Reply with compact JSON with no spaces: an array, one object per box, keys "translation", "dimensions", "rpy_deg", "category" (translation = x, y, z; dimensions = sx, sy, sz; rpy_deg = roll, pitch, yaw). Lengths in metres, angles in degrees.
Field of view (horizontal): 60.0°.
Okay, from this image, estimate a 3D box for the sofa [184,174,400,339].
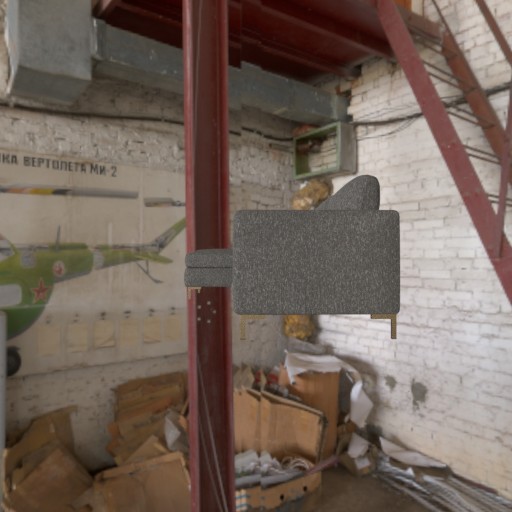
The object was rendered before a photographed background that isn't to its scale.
[{"translation":[0.000,0.000,3.523],"dimensions":[1.350,0.810,2.932],"rpy_deg":[0,0,-1],"category":"sofa"}]
